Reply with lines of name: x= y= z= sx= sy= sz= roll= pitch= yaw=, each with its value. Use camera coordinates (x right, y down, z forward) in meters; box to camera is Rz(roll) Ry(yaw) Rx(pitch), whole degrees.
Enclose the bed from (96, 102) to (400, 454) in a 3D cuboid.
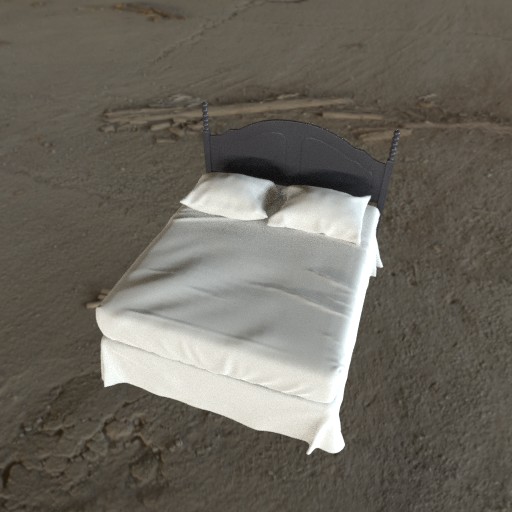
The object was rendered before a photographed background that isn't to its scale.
bed: x=0.000 y=0.000 z=3.301 sx=1.873 sy=1.356 sz=2.040 roll=13 pitch=43 yaw=14
